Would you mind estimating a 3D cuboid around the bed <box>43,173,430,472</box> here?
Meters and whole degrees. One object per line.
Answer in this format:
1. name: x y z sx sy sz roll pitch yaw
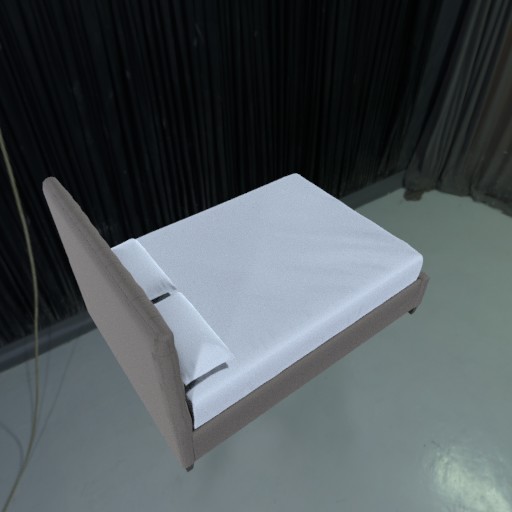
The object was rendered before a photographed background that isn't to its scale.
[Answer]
1. bed: 0.000 0.000 3.460 2.387 1.427 1.698 -26 48 -26
